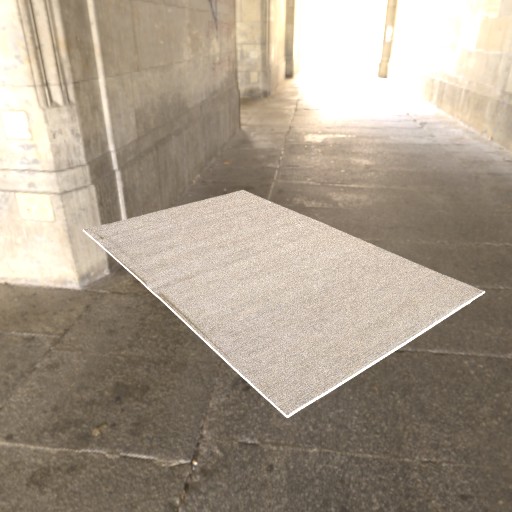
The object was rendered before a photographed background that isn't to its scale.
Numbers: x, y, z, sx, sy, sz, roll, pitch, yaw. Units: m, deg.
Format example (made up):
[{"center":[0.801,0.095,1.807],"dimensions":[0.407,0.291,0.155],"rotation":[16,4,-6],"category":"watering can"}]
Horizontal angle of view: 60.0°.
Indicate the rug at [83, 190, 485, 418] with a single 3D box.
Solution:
[{"center":[0.000,0.000,2.289],"dimensions":[1.179,0.022,1.820],"rotation":[-19,32,-33],"category":"rug"}]
